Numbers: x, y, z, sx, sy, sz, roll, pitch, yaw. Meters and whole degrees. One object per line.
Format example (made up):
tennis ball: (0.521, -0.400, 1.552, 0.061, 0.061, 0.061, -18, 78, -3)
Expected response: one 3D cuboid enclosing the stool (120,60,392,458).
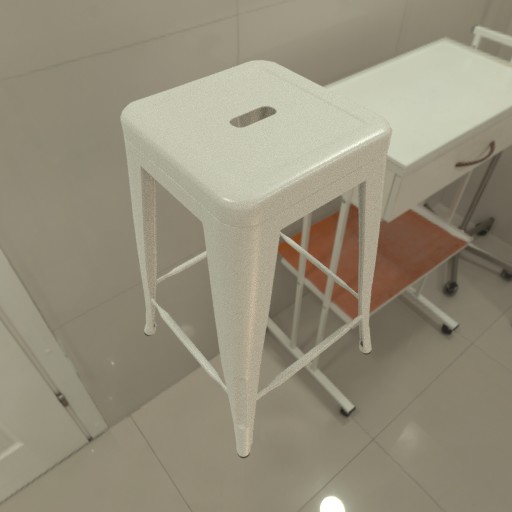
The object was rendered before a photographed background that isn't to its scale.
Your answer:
stool: (0.000, 0.000, 0.874, 0.406, 0.610, 0.406, -31, 54, -26)
